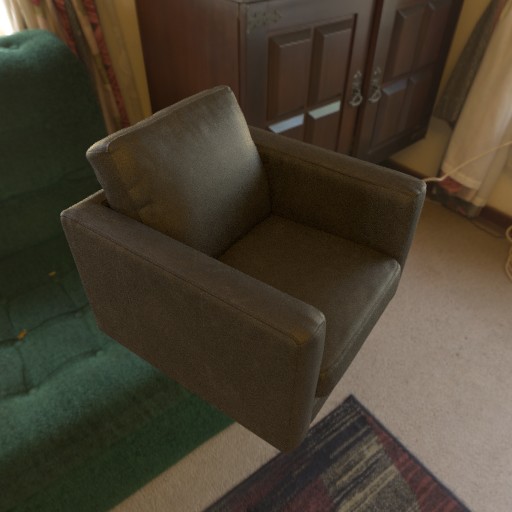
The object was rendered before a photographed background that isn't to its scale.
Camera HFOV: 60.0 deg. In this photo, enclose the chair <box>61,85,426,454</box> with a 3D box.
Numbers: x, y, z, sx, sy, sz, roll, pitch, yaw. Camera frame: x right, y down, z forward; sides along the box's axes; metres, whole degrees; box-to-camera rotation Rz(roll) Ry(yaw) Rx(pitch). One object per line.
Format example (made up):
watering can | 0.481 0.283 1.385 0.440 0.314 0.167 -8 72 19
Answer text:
chair | 0.000 0.000 1.522 0.879 0.898 0.831 24 47 25
